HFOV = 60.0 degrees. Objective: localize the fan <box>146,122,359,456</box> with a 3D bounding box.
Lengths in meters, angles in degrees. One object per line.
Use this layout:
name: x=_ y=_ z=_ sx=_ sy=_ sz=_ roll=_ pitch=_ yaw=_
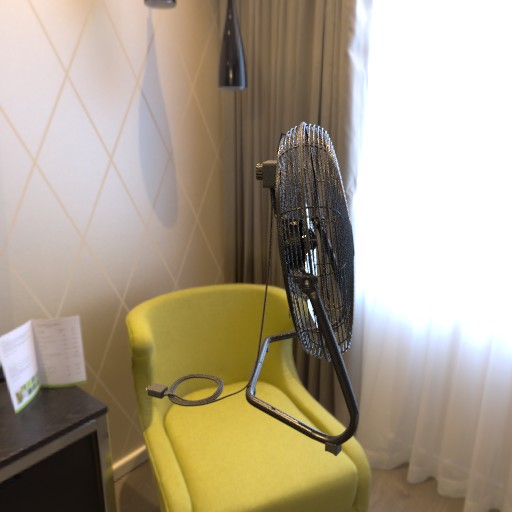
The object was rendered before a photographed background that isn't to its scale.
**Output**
fan: x=0.000 y=0.000 z=1.046 sx=0.470 sy=0.605 sz=0.595 roll=3 pitch=16 yaw=9
